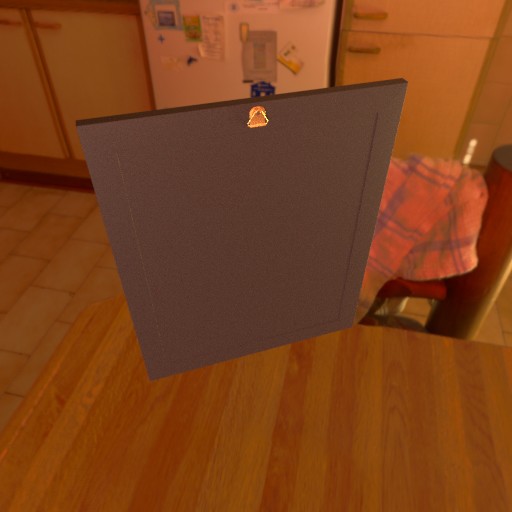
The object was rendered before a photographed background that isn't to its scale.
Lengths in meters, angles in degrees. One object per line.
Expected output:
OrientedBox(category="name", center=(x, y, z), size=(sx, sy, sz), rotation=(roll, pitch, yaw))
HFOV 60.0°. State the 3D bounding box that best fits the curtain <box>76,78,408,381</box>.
OrientedBox(category="curtain", center=(0.000, 0.000, 0.817), size=(0.483, 0.585, 0.027), rotation=(-12, 43, -13))
